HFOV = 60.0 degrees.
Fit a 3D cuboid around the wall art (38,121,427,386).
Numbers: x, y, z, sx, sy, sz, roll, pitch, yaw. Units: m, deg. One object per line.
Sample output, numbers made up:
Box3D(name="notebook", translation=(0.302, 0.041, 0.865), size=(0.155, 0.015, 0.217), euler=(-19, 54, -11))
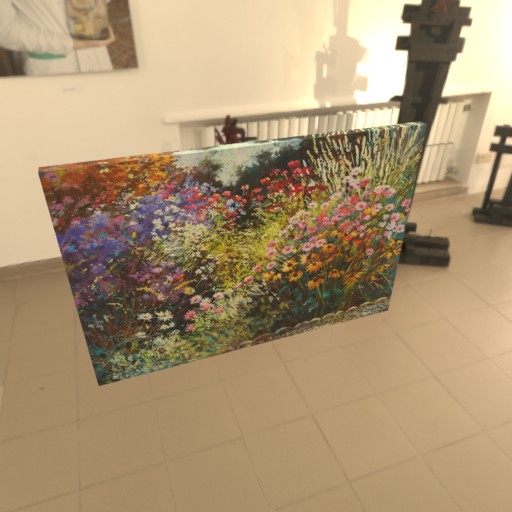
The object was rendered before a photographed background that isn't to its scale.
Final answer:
Box3D(name="wall art", translation=(0.000, 0.000, 1.457), size=(1.136, 0.760, 0.042), euler=(-11, 35, -17))
